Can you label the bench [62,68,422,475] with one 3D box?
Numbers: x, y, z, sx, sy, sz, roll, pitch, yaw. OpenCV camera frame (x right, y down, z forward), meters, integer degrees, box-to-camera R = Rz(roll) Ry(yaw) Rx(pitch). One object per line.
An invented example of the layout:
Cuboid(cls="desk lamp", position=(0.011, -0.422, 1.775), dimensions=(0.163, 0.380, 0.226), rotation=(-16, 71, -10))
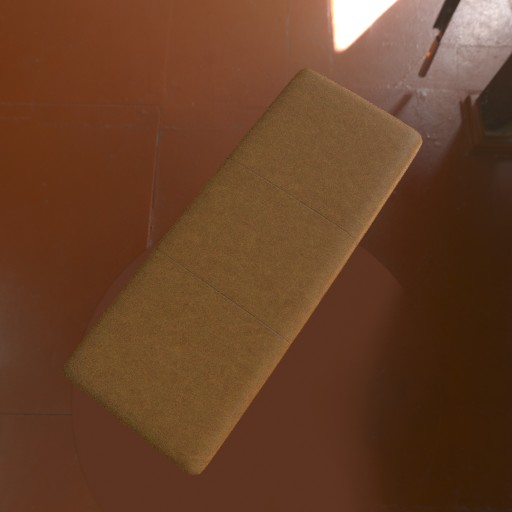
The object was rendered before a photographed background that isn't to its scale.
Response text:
Cuboid(cls="bench", position=(0.000, 0.000, 1.879), dimensions=(0.653, 0.399, 1.610), rotation=(34, 77, 9))
